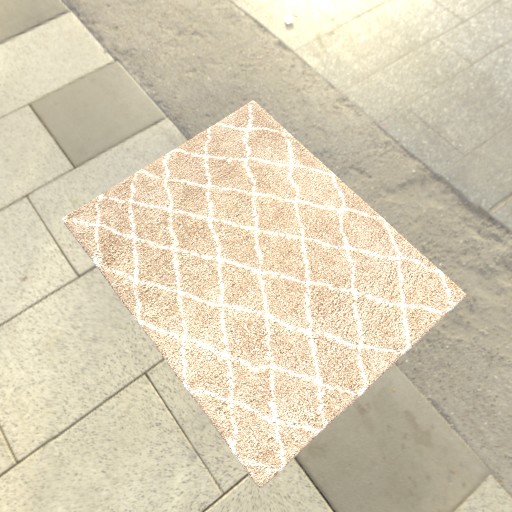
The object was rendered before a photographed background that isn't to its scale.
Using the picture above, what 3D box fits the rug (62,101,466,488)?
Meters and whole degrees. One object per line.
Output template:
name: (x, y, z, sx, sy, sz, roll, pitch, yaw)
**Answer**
rug: (0.000, 0.000, 4.172, 2.438, 0.029, 3.047, -37, 70, -16)
